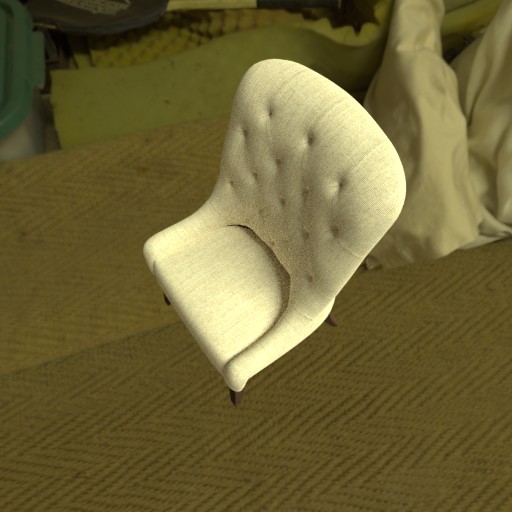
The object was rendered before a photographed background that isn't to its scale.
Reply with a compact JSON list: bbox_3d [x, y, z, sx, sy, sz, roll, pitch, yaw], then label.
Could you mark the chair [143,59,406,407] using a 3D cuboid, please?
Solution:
[{"bbox_3d":[0.000,0.000,1.527,0.629,1.091,0.634,-32,67,-16],"label":"chair"}]
